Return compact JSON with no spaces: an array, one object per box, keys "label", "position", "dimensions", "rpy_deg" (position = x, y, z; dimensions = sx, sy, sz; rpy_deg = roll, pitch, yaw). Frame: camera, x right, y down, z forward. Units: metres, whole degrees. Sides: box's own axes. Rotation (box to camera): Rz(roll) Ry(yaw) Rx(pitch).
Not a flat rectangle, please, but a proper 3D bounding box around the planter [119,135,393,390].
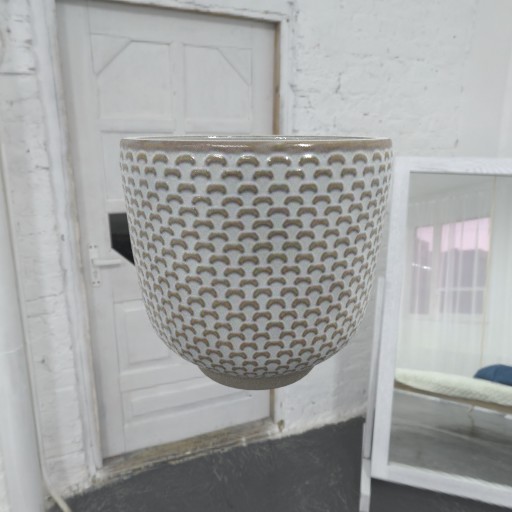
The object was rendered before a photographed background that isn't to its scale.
[{"label":"planter","position":[0.000,0.000,0.250],"dimensions":[0.139,0.130,0.139],"rpy_deg":[0,16,0]}]
